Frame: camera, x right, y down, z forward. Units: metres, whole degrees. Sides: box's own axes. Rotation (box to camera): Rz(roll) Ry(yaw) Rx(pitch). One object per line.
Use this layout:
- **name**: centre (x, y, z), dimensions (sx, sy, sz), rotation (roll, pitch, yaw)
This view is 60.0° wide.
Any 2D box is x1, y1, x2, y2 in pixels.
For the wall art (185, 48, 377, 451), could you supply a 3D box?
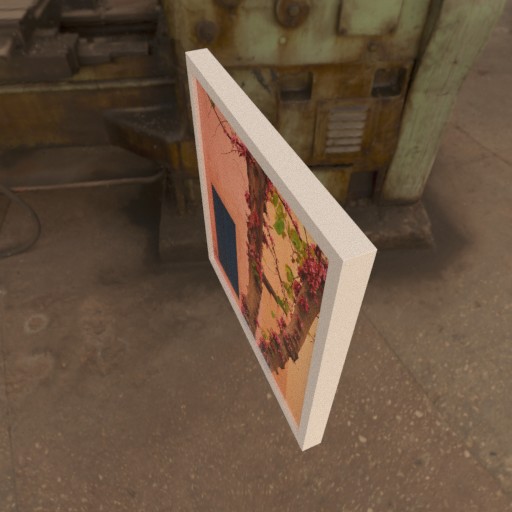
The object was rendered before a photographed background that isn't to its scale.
- **wall art**: centre (0.000, 0.000, 0.769), dimensions (0.038, 0.508, 0.507), rotation (-17, 50, -15)
